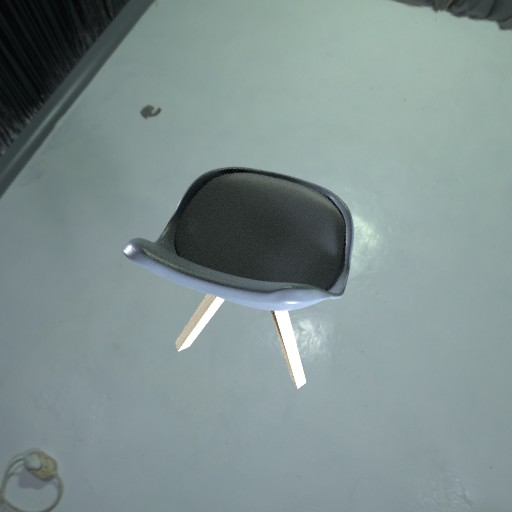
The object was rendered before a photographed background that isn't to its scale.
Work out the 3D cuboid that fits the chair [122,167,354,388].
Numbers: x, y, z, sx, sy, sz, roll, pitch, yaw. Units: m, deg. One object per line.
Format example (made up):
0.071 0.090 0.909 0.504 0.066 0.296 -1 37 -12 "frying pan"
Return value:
0.000 0.000 1.175 0.485 0.850 0.550 15 65 7 "chair"
